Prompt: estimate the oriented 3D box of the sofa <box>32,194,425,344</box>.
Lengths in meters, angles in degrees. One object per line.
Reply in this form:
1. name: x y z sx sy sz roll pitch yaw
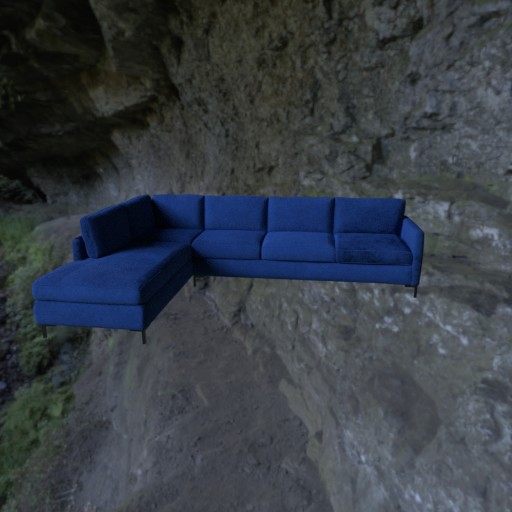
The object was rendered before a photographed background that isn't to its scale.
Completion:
1. sofa: 0.000 0.000 3.854 2.949 0.815 2.007 2 16 7
